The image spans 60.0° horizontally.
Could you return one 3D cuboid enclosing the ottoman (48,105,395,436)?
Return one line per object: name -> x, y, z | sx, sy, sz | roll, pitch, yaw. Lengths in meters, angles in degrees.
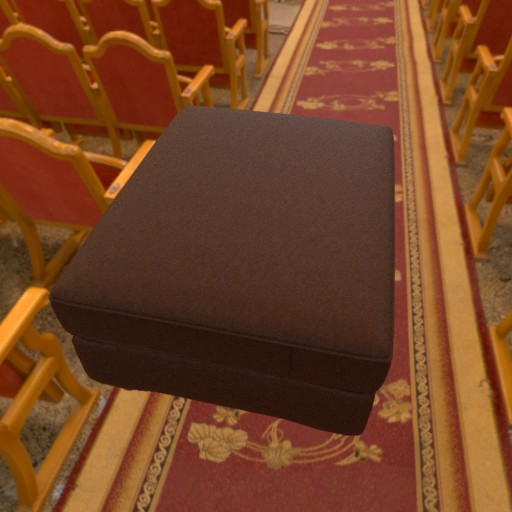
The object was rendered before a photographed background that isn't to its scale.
ottoman -> 0.000, 0.000, 1.783 | 0.967, 0.730, 1.187 | 9, 46, 9
